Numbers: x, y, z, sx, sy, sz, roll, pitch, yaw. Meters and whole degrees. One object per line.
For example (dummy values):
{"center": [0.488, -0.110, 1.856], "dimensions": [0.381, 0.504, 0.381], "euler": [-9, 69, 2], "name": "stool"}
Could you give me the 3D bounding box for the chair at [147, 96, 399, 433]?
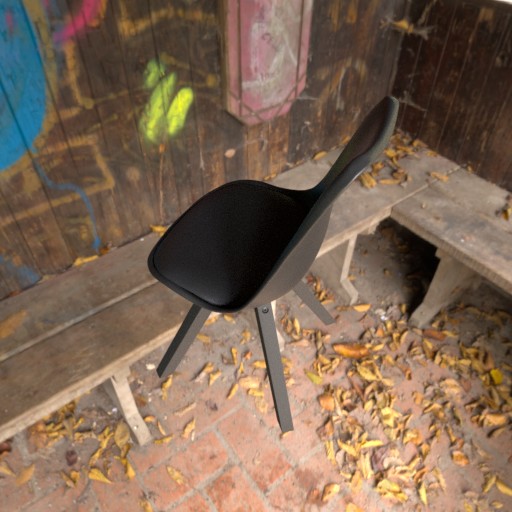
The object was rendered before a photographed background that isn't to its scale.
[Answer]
{"center": [0.000, 0.000, 1.157], "dimensions": [0.530, 0.850, 0.485], "euler": [17, 47, 17], "name": "chair"}
